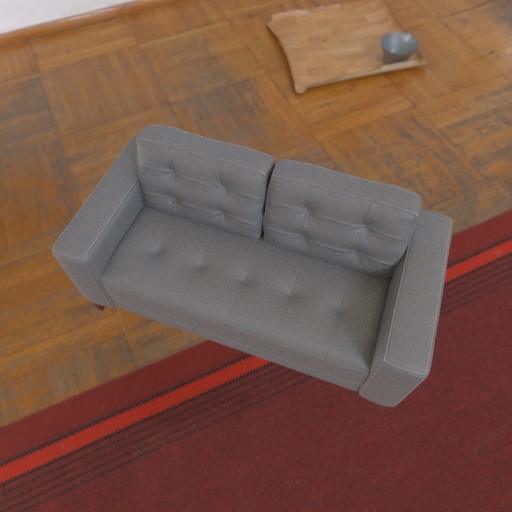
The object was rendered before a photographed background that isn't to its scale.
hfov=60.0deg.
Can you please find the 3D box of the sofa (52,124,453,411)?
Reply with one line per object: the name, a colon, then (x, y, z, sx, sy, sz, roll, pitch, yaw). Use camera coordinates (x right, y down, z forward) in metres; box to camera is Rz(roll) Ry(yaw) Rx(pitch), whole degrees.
sofa: (0.000, 0.000, 2.202, 1.726, 0.892, 0.833, 17, 59, 11)
